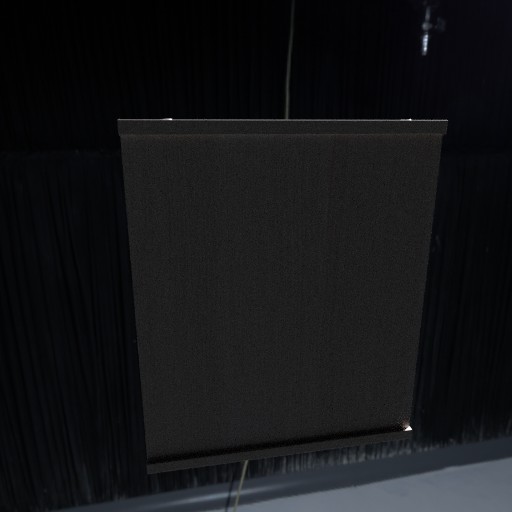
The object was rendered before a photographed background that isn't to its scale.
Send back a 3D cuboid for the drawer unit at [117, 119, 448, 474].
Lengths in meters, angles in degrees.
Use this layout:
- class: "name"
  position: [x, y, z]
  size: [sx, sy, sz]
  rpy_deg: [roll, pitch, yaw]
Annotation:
- class: "drawer unit"
  position: [0.000, 0.000, 0.591]
  size: [0.290, 0.344, 0.349]
  rpy_deg: [-3, 17, -10]
